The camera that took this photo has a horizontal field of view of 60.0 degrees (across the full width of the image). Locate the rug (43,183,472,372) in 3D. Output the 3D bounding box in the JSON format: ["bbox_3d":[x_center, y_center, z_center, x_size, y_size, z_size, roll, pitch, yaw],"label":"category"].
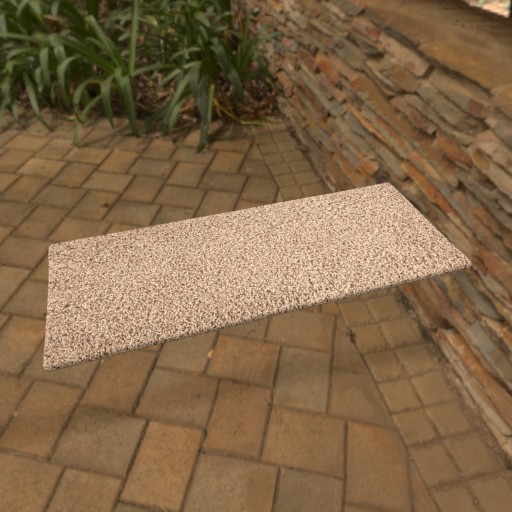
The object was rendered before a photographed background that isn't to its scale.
[{"bbox_3d":[0.000,0.000,1.713,1.524,0.030,0.609,-12,42,-13],"label":"rug"}]
